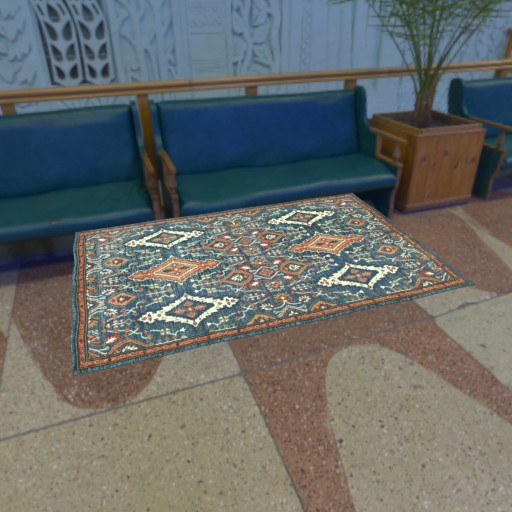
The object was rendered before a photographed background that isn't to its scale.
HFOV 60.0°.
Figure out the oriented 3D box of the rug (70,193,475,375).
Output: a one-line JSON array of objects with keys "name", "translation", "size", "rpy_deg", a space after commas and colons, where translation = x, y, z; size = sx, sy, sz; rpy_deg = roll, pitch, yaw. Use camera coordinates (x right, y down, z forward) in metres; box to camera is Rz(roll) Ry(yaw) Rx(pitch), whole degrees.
[{"name": "rug", "translation": [0.000, 0.000, 4.308], "size": [3.371, 0.008, 2.190], "rpy_deg": [-10, 32, -16]}]
